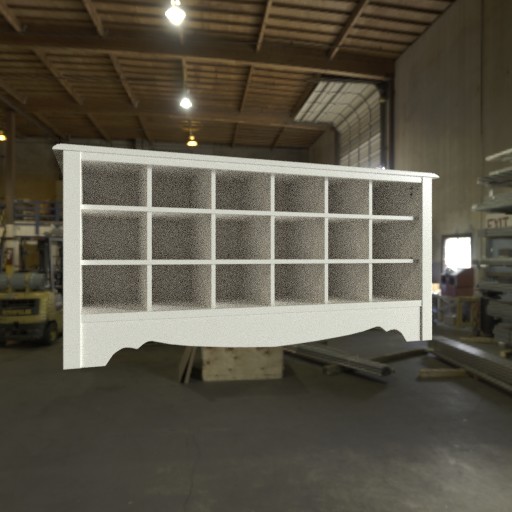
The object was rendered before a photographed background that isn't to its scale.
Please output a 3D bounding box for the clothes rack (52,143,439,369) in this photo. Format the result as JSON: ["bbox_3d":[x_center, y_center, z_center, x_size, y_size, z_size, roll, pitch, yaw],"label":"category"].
[{"bbox_3d":[0.000,0.000,1.370,1.120,0.531,0.324,0,0,-20],"label":"clothes rack"}]
